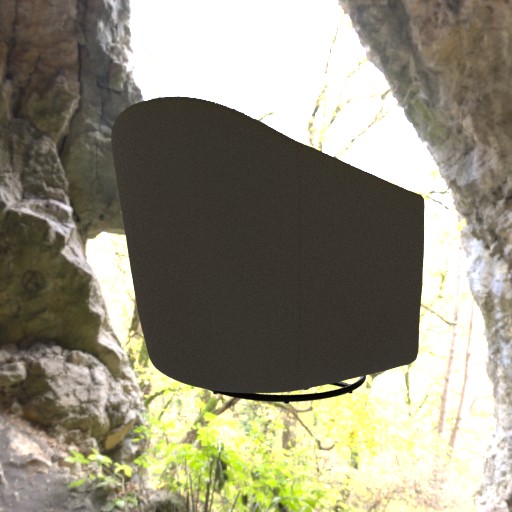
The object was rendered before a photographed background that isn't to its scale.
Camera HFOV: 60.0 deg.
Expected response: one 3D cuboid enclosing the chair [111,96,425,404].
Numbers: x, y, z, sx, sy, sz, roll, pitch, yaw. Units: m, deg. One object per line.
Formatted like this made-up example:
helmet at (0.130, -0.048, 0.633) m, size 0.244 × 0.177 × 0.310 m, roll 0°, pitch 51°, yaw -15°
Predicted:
chair at (0.000, 0.000, 1.434) m, size 0.875 × 0.799 × 0.747 m, roll -1°, pitch 2°, yaw -35°
